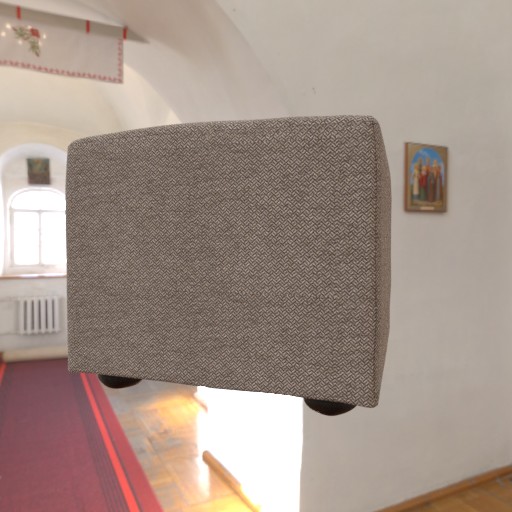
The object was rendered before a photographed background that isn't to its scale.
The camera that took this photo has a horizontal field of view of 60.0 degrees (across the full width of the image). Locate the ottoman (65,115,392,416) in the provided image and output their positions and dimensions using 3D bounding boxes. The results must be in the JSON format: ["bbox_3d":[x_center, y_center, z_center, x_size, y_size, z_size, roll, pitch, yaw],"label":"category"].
[{"bbox_3d":[0.000,0.000,0.895,0.512,0.453,0.519,1,2,18],"label":"ottoman"}]
